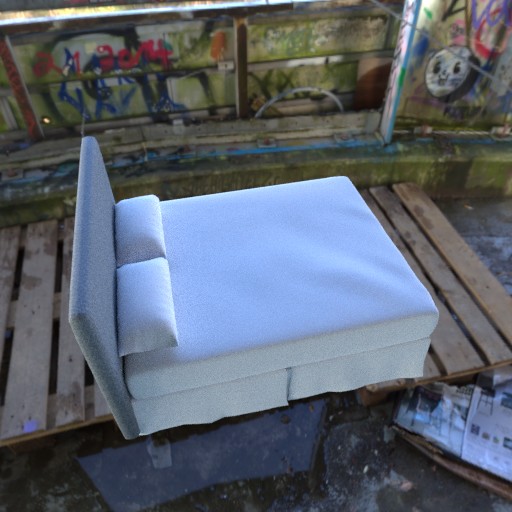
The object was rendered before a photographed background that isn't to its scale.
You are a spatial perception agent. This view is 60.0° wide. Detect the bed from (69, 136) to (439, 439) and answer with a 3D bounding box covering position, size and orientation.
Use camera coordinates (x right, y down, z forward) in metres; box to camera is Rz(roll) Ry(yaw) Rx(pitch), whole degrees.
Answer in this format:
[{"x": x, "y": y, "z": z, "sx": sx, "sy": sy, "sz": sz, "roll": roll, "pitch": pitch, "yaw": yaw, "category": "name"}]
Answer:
[{"x": 0.000, "y": 0.000, "z": 3.153, "sx": 2.142, "sy": 1.330, "sz": 1.723, "roll": -10, "pitch": 45, "yaw": -10, "category": "bed"}]
